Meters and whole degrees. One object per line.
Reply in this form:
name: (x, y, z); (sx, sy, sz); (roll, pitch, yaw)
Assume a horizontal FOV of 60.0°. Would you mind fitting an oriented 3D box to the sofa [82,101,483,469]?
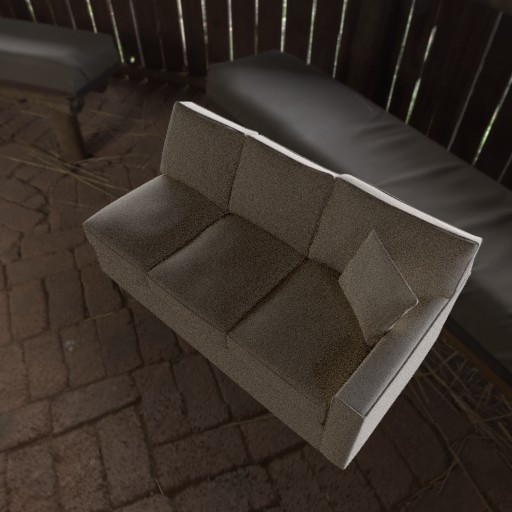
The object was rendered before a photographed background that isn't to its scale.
sofa: (0.000, 0.000, 2.482); (1.963, 0.946, 1.034); (33, 54, 27)
